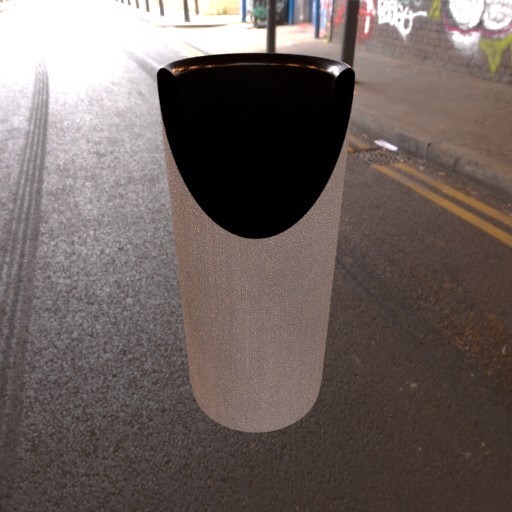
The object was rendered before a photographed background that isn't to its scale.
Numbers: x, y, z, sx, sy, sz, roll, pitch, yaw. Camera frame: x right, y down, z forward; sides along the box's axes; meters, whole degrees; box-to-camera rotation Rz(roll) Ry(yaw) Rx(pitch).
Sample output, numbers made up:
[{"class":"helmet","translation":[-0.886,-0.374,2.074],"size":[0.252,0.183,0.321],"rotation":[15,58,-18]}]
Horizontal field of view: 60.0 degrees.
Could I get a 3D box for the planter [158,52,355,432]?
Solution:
[{"class":"planter","translation":[0.000,0.000,0.129],"size":[0.045,0.103,0.045],"rotation":[10,34,16]}]
